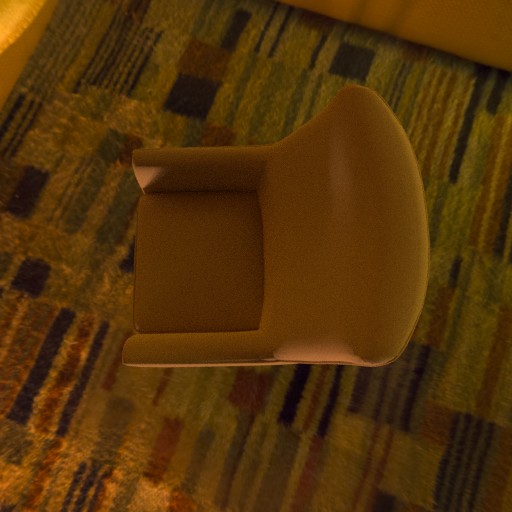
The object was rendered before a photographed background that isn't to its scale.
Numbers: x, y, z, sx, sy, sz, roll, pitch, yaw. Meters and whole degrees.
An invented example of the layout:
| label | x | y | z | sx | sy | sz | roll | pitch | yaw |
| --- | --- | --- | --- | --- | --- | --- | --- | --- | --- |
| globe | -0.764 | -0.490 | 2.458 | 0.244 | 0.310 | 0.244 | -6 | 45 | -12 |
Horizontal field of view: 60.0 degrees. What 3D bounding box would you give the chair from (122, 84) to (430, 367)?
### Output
| label | x | y | z | sx | sy | sz | roll | pitch | yaw |
| --- | --- | --- | --- | --- | --- | --- | --- | --- | --- |
| chair | 0.000 | 0.000 | 1.557 | 0.879 | 0.916 | 0.756 | -1 | 77 | 0 |
